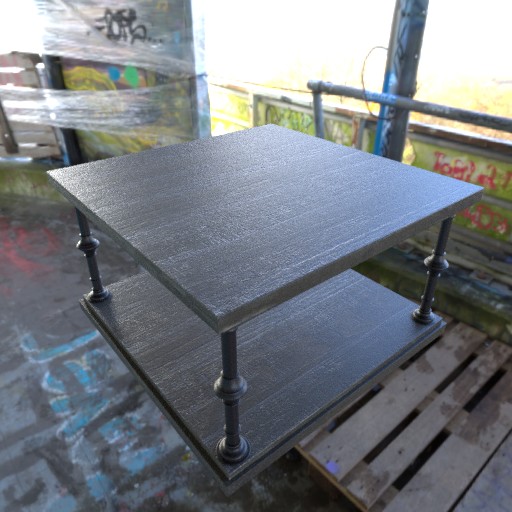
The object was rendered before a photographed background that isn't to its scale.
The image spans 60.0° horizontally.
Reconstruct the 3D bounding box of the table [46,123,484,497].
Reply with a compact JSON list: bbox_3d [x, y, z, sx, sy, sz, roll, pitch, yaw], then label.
[{"bbox_3d":[0.000,0.000,1.094,0.696,0.400,0.696,-23,38,-33],"label":"table"}]
